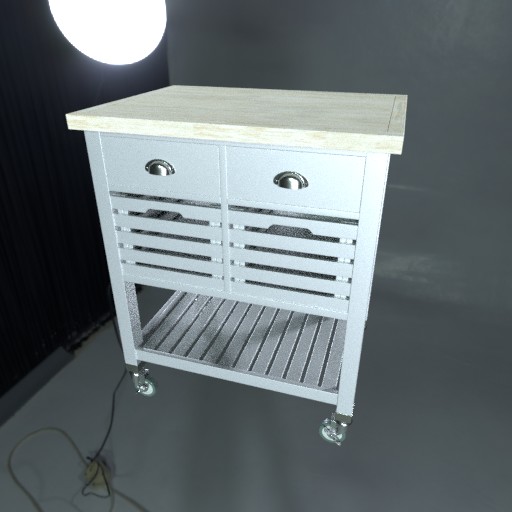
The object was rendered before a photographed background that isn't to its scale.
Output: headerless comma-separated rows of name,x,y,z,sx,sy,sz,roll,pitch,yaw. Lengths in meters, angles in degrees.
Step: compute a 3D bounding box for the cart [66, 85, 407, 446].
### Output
cart,0.000,0.000,1.389,0.762,0.914,0.559,8,29,15
